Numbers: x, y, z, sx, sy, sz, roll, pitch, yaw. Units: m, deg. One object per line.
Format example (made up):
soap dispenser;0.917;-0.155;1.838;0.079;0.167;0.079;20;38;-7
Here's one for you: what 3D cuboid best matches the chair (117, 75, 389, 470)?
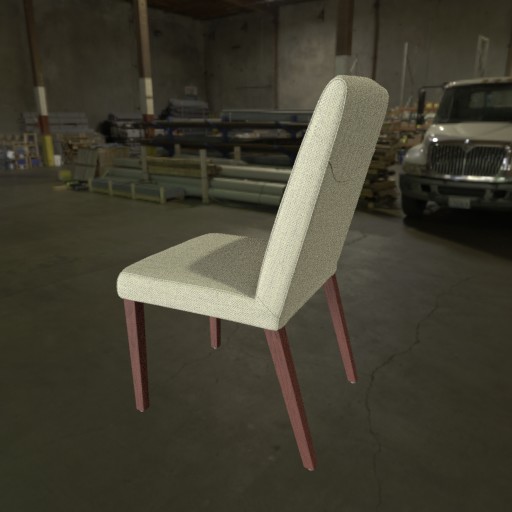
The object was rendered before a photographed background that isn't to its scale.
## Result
chair;0.000;0.000;1.231;0.594;0.900;0.480;8;19;25
